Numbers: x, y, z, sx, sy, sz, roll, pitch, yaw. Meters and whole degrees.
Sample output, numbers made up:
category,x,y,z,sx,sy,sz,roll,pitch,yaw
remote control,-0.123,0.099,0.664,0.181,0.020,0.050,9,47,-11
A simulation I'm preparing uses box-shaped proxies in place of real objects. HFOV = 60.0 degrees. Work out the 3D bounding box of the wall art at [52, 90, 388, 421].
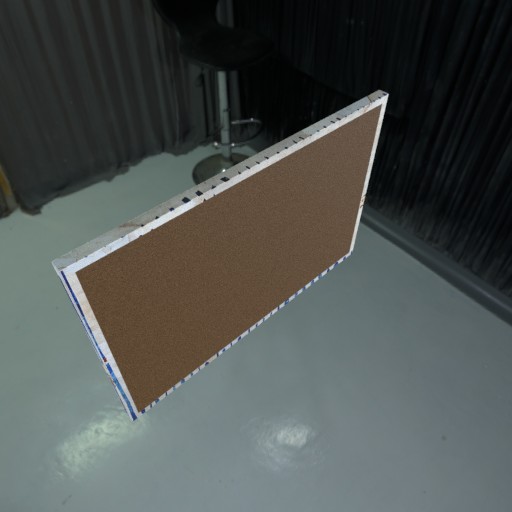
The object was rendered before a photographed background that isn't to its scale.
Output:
category,x,y,z,sx,sy,sz,roll,pitch,yaw
wall art,0.000,0.000,1.181,0.919,0.609,0.030,-34,55,-28
